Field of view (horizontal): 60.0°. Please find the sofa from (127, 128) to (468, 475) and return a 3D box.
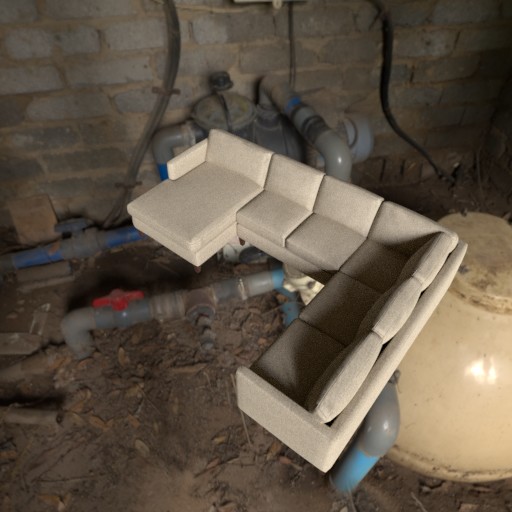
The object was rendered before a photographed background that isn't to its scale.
[{"bbox_3d":[0.000,0.000,4.662,3.460,0.959,2.593,30,53,26],"label":"sofa"}]
